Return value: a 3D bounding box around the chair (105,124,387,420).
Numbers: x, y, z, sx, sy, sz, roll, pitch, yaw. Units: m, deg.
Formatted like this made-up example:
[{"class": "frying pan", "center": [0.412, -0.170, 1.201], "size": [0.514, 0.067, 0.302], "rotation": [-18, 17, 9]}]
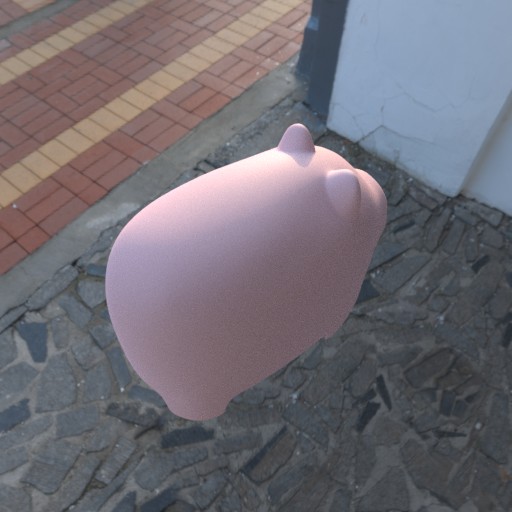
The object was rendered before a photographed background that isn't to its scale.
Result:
[{"class": "chair", "center": [0.000, 0.000, 0.886], "size": [0.619, 0.423, 0.364], "rotation": [-29, 61, -18]}]
